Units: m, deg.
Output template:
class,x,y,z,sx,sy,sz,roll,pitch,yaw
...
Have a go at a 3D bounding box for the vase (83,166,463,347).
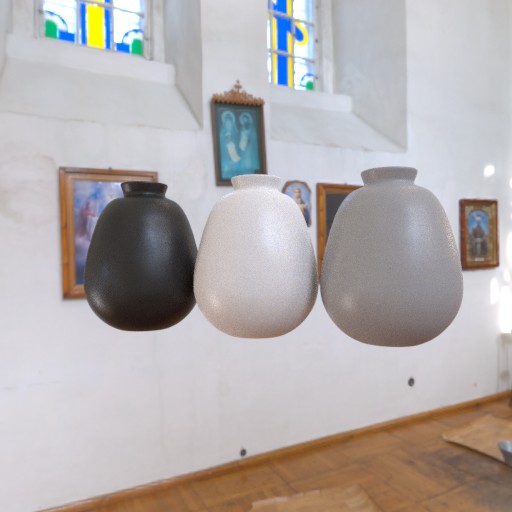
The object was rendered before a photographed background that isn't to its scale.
class,x,y,z,sx,sy,sz,roll,pitch,yaw
vase,0.000,0.000,0.349,0.297,0.122,0.097,0,0,18
